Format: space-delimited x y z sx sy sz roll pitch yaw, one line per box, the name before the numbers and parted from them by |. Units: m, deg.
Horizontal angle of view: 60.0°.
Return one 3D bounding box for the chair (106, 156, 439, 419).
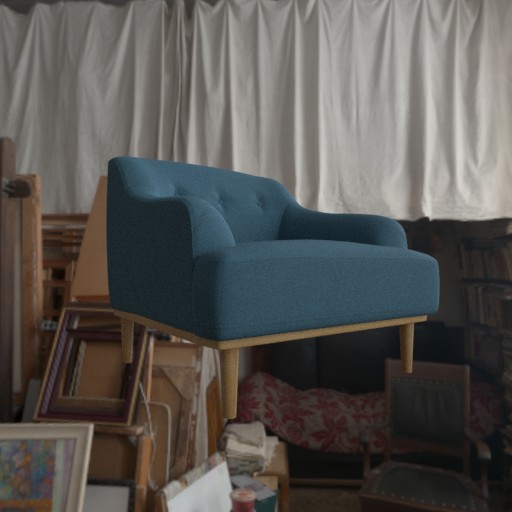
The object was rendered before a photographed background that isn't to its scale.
chair | 0.000 0.000 1.647 0.946 0.818 0.951 1 -1 -37
